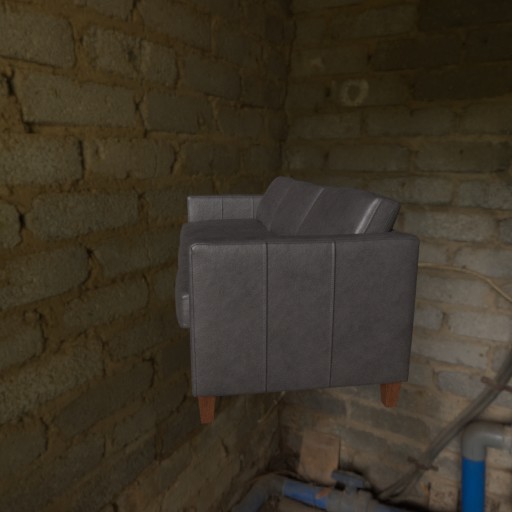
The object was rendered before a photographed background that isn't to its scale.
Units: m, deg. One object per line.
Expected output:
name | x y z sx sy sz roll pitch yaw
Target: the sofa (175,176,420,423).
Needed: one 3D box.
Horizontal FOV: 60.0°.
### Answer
sofa | 0.000 0.000 3.020 1.045 1.006 2.464 -2 12 -8
